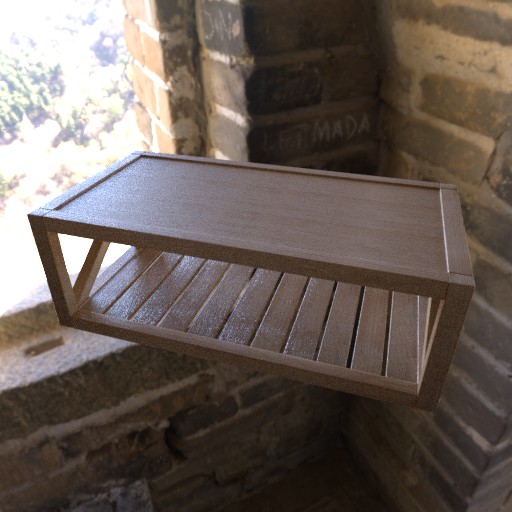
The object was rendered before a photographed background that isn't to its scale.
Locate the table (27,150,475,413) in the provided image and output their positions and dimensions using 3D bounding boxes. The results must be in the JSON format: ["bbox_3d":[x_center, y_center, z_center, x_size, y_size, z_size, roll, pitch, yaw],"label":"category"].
[{"bbox_3d":[0.000,0.000,1.614,1.321,0.457,0.660,9,33,15],"label":"table"}]
